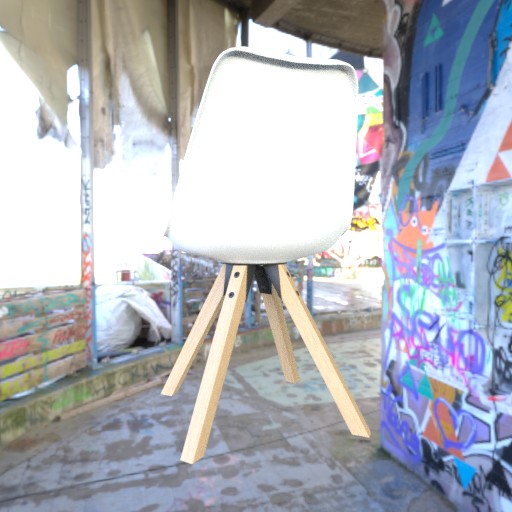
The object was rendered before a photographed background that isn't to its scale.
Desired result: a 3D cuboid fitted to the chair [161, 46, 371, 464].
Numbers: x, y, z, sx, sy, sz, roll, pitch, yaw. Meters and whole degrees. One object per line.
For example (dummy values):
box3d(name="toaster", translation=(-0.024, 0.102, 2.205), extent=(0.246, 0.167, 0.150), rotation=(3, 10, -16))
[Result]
box3d(name="chair", translation=(0.000, 0.000, 1.168), extent=(0.485, 0.850, 0.550), rotation=(0, 2, -18))
